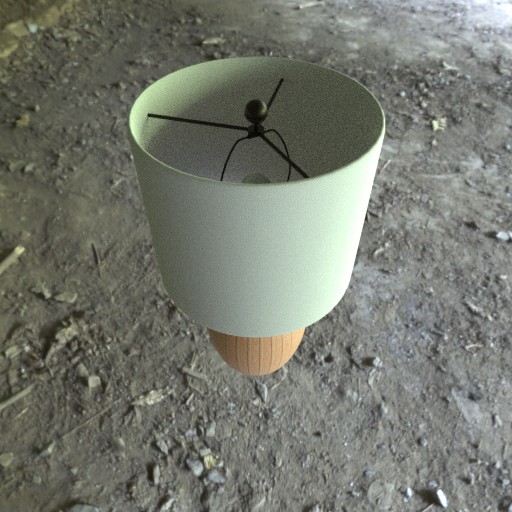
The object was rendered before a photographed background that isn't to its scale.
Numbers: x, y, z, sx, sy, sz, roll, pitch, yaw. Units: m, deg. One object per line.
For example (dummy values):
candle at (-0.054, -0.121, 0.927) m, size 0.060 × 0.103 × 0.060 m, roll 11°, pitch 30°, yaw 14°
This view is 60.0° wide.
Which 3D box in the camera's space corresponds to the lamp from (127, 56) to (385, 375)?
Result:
lamp at (0.000, 0.000, 0.768) m, size 0.329 × 0.570 × 0.329 m, roll 0°, pitch 46°, yaw 0°
